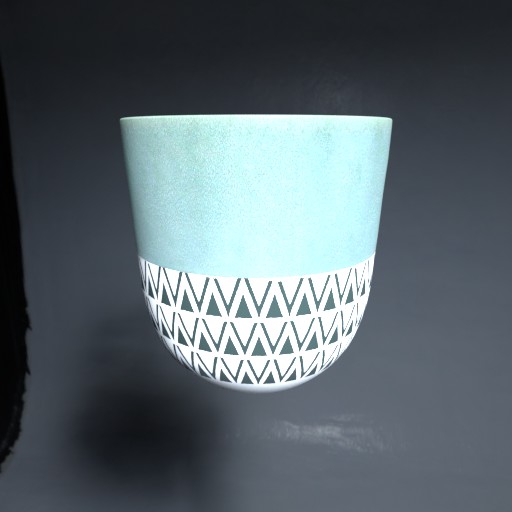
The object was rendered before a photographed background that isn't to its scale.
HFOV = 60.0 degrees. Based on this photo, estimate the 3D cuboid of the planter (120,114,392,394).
[{"bbox_3d":[0.000,0.000,0.364,0.198,0.214,0.198,0,16,0],"label":"planter"}]
